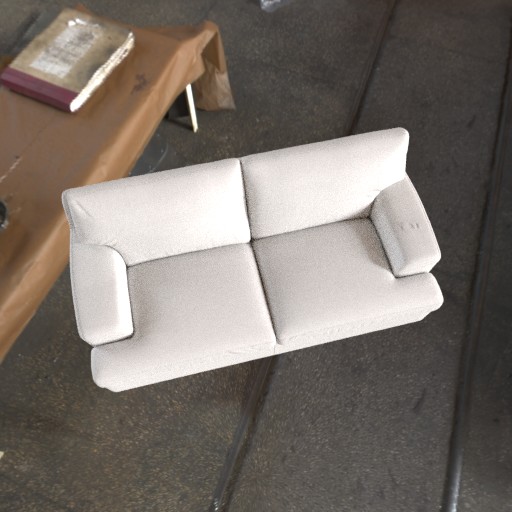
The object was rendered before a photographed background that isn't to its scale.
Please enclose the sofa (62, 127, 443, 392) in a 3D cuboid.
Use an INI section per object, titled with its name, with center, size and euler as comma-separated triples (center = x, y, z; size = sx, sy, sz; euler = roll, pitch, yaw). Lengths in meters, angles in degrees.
[sofa]
center = 0.000, 0.000, 2.835
size = 2.261, 0.940, 1.143
euler = -12, 64, -6
